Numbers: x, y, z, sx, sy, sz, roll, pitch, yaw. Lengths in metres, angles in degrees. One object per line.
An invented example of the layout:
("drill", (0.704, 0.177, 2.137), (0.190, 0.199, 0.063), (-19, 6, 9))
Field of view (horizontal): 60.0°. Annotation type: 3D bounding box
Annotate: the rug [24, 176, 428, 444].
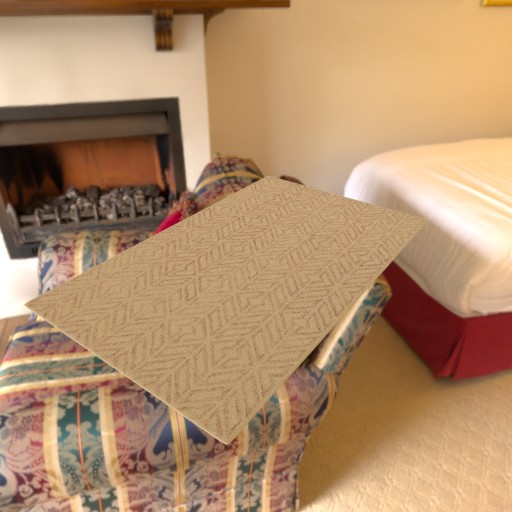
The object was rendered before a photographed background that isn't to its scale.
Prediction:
("rug", (0.000, 0.000, 2.987), (1.523, 0.008, 2.438), (21, 38, 30))
